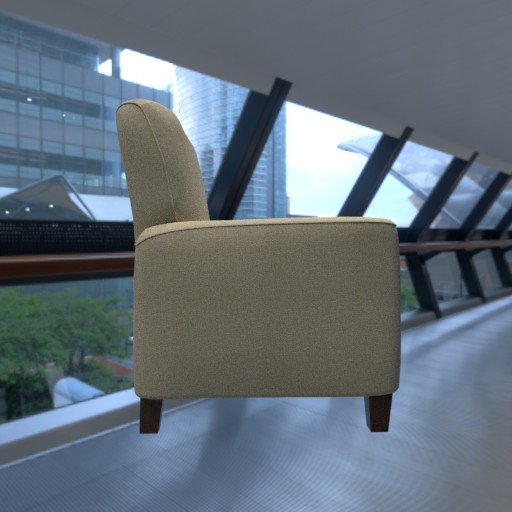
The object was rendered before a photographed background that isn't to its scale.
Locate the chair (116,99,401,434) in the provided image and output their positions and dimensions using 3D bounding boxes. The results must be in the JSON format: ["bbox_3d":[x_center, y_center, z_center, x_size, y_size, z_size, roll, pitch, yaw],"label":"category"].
[{"bbox_3d":[0.000,0.000,1.637,0.853,1.006,0.850,0,1,-1],"label":"chair"}]
